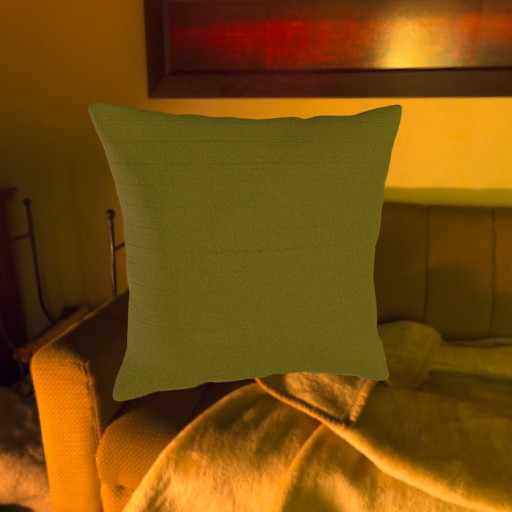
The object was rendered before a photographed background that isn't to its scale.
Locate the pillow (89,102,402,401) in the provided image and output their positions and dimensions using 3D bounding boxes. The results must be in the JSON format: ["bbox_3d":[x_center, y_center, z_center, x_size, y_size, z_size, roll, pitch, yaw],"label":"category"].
[{"bbox_3d":[0.000,0.000,0.702,0.470,0.464,0.175,-2,14,-9],"label":"pillow"}]
